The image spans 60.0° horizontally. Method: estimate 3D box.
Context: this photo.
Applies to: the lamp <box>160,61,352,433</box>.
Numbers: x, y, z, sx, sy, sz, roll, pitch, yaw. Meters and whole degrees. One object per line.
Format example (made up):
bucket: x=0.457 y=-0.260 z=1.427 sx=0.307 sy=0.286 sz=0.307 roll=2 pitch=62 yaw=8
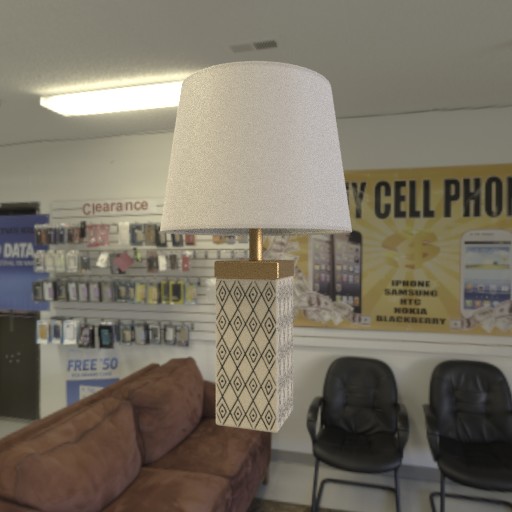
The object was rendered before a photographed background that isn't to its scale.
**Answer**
lamp: x=0.000 y=0.000 z=0.594 sx=0.251 sy=0.435 sz=0.251 roll=0 pitch=1 yaw=0
